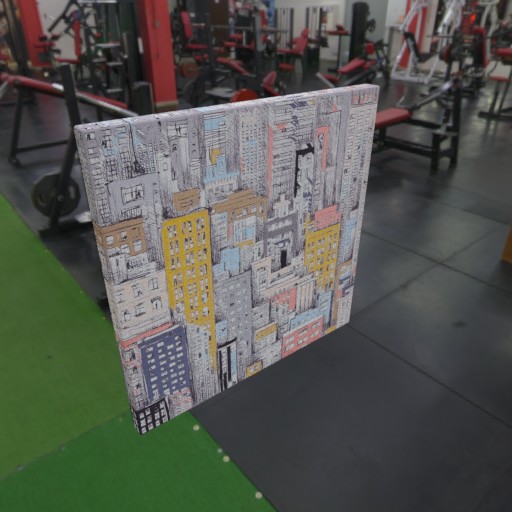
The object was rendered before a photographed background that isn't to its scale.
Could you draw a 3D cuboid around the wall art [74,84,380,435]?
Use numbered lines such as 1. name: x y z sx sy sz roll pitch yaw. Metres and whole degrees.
1. wall art: 0.000 0.000 1.139 0.761 0.762 0.048 -21 36 -31
